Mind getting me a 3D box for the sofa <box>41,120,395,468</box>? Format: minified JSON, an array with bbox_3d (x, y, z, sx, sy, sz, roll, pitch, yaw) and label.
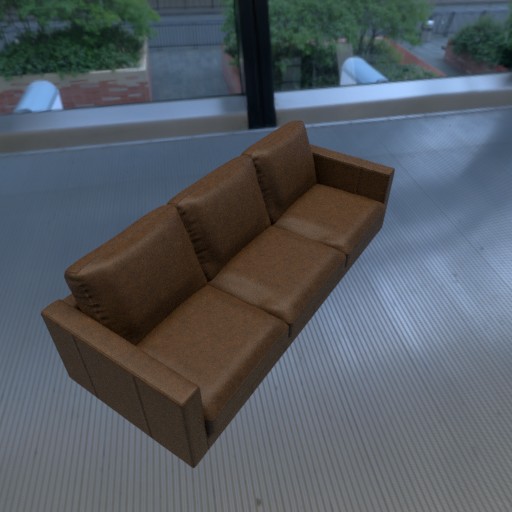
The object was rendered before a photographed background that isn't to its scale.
[{"bbox_3d":[0.000,0.000,2.699,0.903,0.930,2.231,24,45,26],"label":"sofa"}]
